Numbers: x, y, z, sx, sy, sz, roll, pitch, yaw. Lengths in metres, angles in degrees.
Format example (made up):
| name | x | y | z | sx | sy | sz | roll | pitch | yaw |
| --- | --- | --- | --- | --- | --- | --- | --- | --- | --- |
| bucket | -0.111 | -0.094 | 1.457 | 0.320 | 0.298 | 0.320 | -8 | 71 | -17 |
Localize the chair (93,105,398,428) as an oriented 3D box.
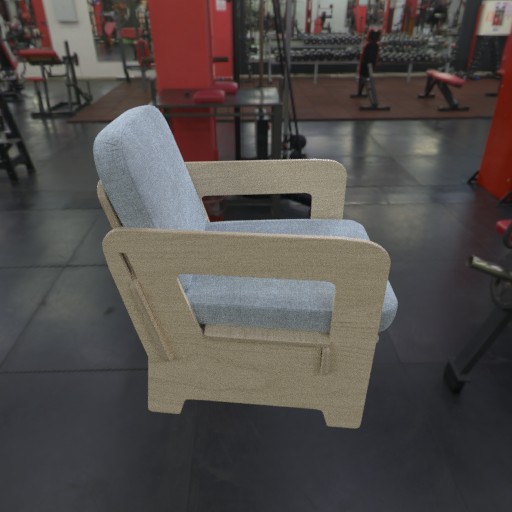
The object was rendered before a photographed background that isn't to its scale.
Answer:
| name | x | y | z | sx | sy | sz | roll | pitch | yaw |
| --- | --- | --- | --- | --- | --- | --- | --- | --- | --- |
| chair | 0.000 | 0.000 | 1.285 | 0.710 | 0.800 | 0.590 | 0 | 30 | 1 |
